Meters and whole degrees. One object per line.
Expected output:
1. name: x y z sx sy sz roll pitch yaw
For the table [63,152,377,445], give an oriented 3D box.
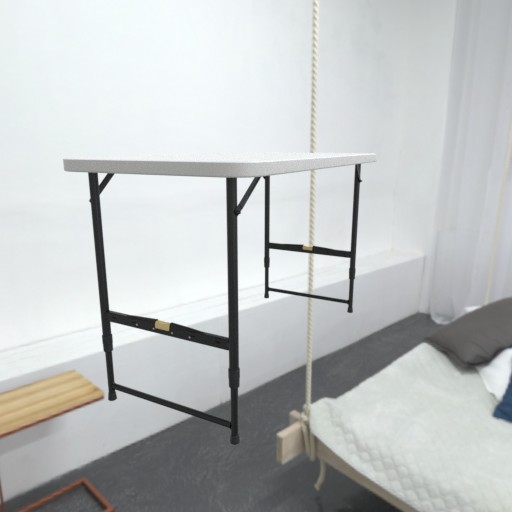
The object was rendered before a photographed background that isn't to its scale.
1. table: 0.000 0.000 1.662 0.610 0.737 1.219 7 16 27
